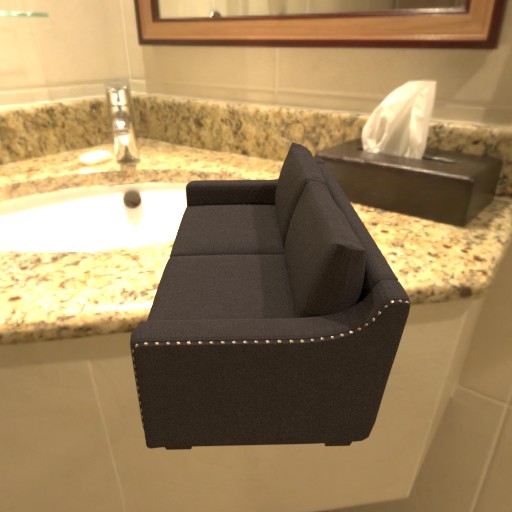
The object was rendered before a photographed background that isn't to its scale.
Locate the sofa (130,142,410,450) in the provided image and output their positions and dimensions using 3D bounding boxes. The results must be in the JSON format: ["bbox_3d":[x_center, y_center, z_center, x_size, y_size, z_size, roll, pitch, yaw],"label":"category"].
[{"bbox_3d":[0.000,0.000,3.279,1.336,1.196,2.550,-1,27,-1],"label":"sofa"}]
